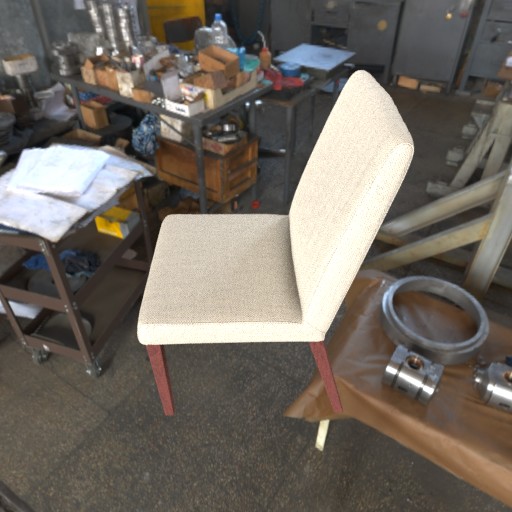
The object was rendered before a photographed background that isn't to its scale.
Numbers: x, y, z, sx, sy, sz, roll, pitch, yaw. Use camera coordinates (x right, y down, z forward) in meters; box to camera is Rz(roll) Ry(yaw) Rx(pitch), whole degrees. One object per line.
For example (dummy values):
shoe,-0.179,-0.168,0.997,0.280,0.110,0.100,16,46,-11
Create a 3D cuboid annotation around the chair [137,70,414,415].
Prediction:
chair,0.000,0.000,1.236,0.594,0.900,0.480,-1,40,-1
